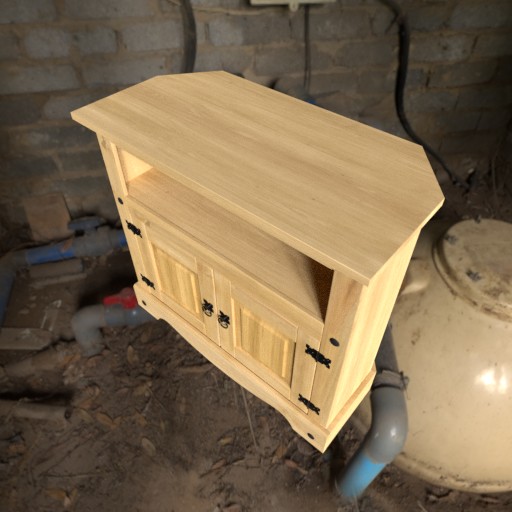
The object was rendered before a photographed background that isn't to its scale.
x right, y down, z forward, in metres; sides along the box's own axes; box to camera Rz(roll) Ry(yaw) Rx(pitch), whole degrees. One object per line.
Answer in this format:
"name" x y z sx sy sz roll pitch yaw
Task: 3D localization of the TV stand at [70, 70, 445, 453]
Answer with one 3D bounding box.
"TV stand" 0.000 0.000 1.297 0.851 0.781 0.425 32 53 27
